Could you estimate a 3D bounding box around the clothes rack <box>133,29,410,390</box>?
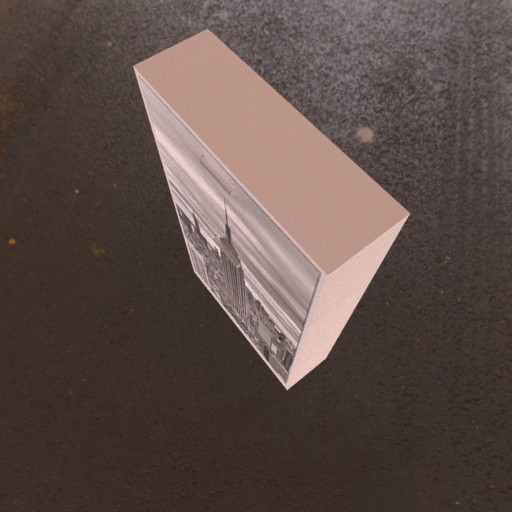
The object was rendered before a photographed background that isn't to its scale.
[{"bbox_3d":[0.000,0.000,1.614,0.250,1.280,0.750,-35,68,-16],"label":"clothes rack"}]
